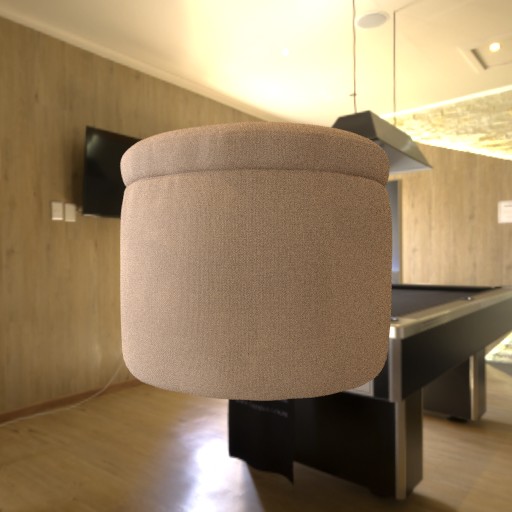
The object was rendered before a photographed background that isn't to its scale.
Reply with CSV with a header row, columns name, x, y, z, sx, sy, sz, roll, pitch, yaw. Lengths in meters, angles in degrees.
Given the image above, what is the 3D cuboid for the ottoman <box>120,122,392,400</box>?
name,x,y,z,sx,sy,sz,roll,pitch,yaw
ottoman,0.000,0.000,0.848,0.497,0.409,0.497,0,0,0
